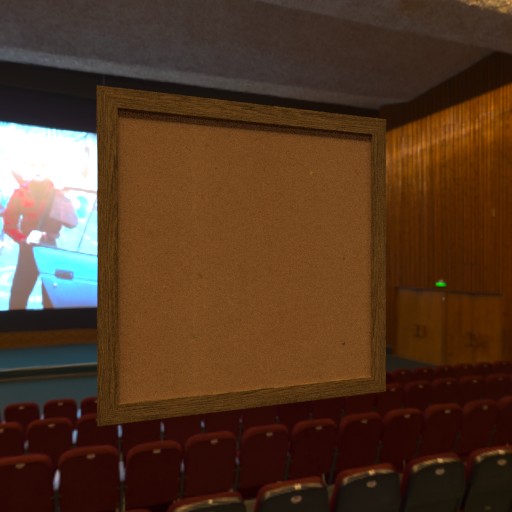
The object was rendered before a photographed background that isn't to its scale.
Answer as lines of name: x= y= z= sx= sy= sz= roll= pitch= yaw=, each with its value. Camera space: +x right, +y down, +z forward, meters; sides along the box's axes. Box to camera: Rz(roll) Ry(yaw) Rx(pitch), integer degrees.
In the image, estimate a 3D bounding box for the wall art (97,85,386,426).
wall art: x=0.000 y=0.000 z=0.753 sx=0.508 sy=0.508 sz=0.019 roll=0 pitch=0 yaw=-19
